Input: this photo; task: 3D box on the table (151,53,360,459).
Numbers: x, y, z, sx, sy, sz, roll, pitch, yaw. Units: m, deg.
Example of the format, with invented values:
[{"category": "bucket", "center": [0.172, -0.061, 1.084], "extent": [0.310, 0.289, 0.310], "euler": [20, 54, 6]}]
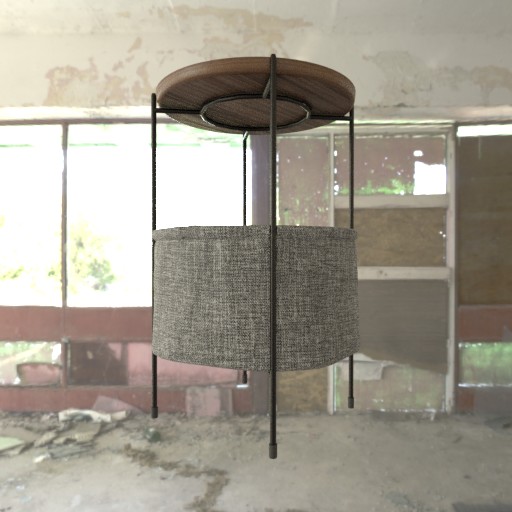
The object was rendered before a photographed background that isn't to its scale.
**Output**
[{"category": "table", "center": [0.000, 0.000, 0.880], "extent": [0.400, 0.623, 0.400], "euler": [0, 1, 37]}]
